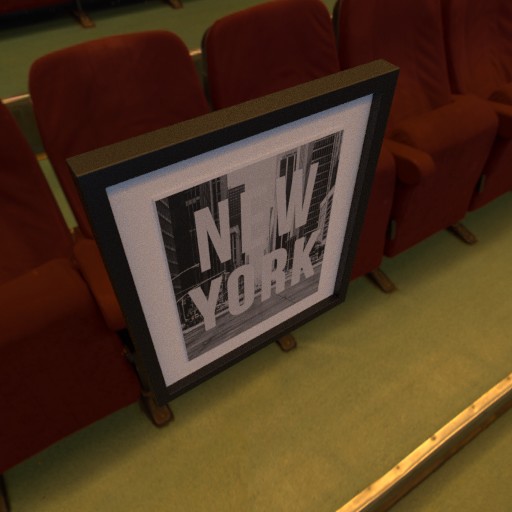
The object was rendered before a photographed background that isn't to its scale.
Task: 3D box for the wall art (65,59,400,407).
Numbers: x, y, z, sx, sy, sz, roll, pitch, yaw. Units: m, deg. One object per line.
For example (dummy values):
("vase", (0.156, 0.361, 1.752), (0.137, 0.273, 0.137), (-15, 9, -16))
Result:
("wall art", (0.000, 0.000, 0.527), (0.328, 0.381, 0.028), (-26, 52, -22))
